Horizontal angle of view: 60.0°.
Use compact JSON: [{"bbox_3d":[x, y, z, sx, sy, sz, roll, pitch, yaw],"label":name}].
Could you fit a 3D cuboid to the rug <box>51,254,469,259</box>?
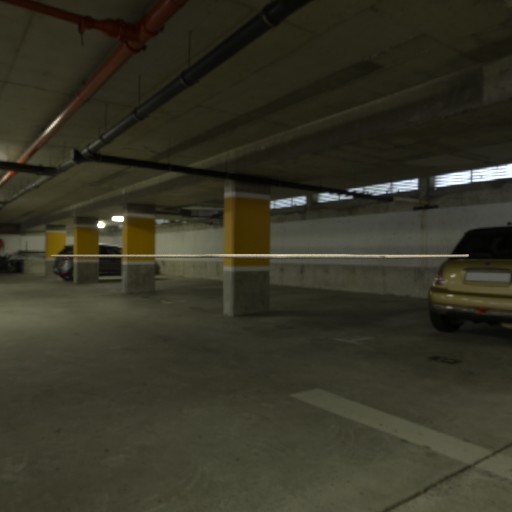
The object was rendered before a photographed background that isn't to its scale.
[{"bbox_3d":[0.000,0.000,2.916,2.290,0.021,1.540,0,0,36],"label":"rug"}]
